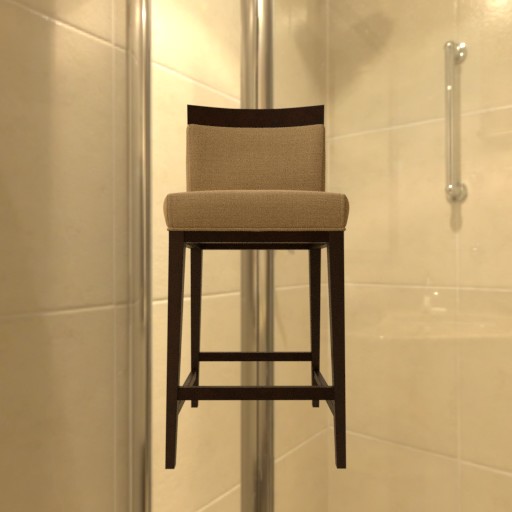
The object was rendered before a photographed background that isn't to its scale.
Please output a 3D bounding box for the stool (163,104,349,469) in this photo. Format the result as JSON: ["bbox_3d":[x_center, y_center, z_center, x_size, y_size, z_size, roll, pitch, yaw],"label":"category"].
[{"bbox_3d":[0.000,0.000,1.422,0.511,1.117,0.531,0,0,0],"label":"stool"}]
